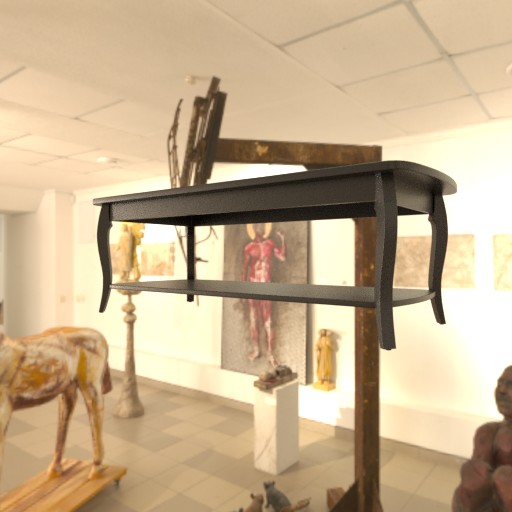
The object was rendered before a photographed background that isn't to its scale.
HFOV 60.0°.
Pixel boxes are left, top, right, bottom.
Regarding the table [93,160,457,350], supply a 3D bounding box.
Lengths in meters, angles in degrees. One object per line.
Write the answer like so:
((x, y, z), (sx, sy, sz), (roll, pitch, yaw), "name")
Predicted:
((0.000, 0.000, 1.635), (1.333, 0.457, 0.571), (0, 0, 37), "table")
